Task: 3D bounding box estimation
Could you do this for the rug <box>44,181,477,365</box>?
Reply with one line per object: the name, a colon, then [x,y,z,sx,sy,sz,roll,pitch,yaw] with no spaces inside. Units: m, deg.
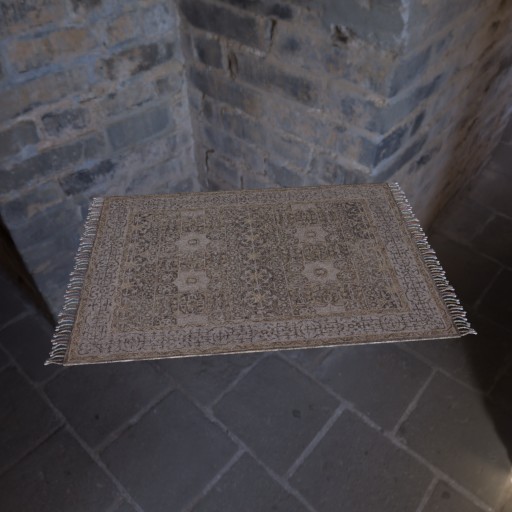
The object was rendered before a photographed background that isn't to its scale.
rug: [0.000,0.000,2.492,2.029,0.010,1.237,-3,46,-3]
